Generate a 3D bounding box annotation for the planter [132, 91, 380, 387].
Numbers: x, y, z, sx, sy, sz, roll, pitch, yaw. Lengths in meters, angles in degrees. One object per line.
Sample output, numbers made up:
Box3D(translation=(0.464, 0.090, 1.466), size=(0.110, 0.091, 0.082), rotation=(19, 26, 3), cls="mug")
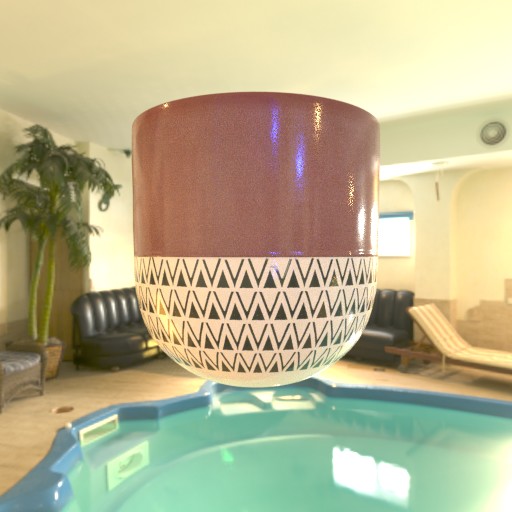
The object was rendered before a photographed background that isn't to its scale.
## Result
Box3D(translation=(0.000, 0.000, 0.493), size=(0.266, 0.270, 0.266), rotation=(0, 0, 0), cls="planter")
